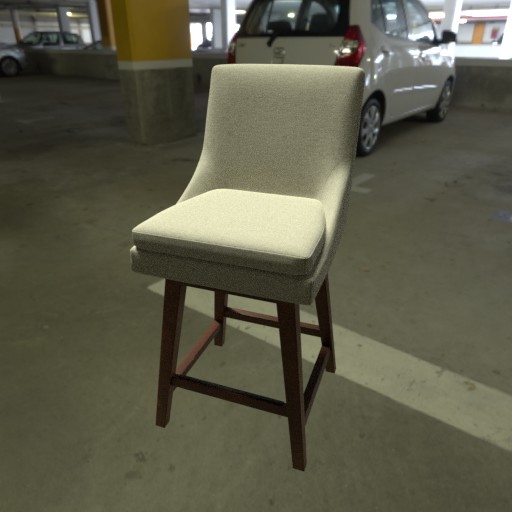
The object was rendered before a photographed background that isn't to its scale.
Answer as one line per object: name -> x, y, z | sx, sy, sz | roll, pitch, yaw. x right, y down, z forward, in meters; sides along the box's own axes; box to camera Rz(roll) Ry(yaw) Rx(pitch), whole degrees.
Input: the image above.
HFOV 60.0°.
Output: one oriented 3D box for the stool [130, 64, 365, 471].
stool -> 0.000, 0.000, 1.275 | 0.469, 0.991, 0.559 | 9, 28, 18
